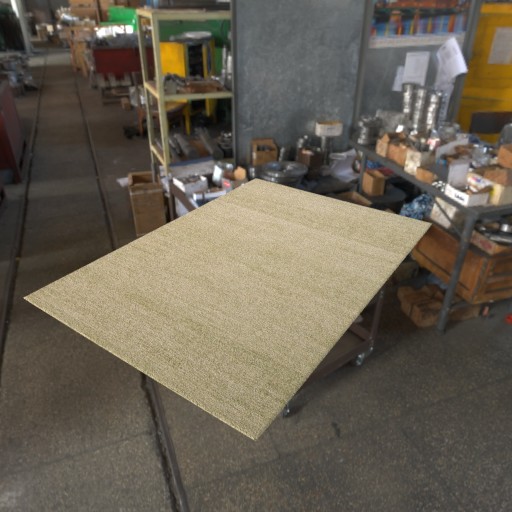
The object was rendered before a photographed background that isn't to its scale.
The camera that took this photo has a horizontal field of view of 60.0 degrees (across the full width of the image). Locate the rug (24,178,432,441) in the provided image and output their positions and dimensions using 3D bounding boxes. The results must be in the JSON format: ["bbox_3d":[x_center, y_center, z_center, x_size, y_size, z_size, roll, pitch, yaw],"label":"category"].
[{"bbox_3d":[0.000,0.000,5.016,2.782,0.025,3.935,20,36,30],"label":"rug"}]
